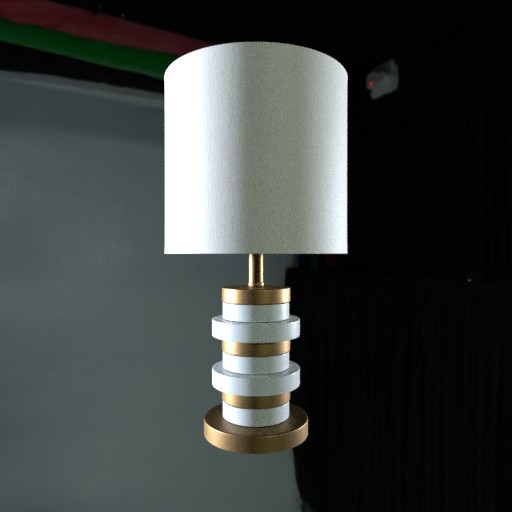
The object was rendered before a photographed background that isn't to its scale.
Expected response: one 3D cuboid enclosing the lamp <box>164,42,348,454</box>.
[{"bbox_3d":[0.000,0.000,0.519,0.210,0.410,0.210,0,0,-35],"label":"lamp"}]
